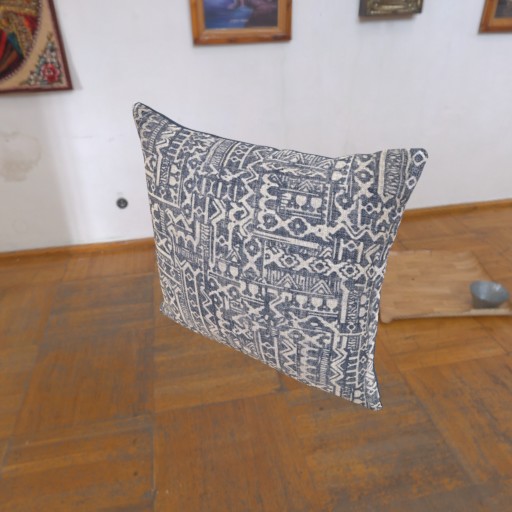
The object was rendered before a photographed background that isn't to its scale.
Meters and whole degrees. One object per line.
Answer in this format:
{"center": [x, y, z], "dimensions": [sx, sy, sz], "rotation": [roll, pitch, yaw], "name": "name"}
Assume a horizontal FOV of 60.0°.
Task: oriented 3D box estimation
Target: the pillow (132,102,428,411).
{"center": [0.000, 0.000, 0.811], "dimensions": [0.546, 0.487, 0.180], "rotation": [19, 36, 29], "name": "pillow"}
